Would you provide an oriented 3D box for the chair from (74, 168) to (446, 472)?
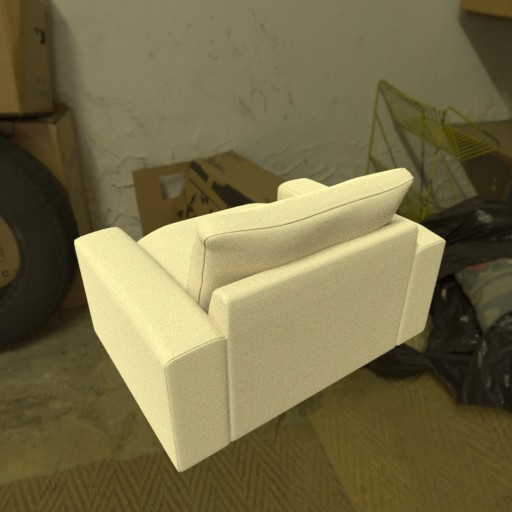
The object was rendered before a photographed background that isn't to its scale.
[{"bbox_3d":[0.000,0.000,2.085,1.398,0.915,1.039,-19,35,-30],"label":"chair"}]
